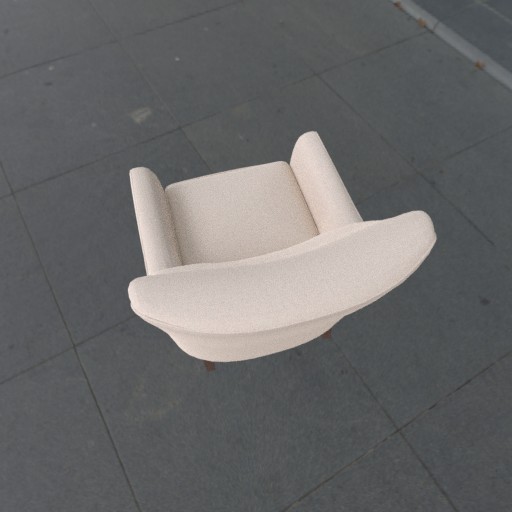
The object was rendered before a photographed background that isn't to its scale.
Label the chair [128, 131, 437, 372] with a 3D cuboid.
[{"bbox_3d":[0.000,0.000,1.557,0.756,0.916,0.879,-14,60,-8],"label":"chair"}]
